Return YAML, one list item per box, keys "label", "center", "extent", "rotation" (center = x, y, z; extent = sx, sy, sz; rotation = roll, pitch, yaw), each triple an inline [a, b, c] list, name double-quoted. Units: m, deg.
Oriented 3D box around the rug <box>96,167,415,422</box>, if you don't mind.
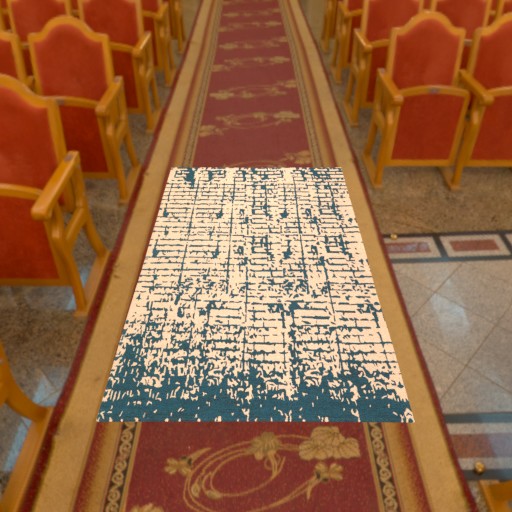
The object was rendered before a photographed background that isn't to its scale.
- label: "rug"
  center: [0.000, 0.000, 3.034]
  extent: [1.517, 0.011, 2.435]
  rotation: [0, 40, 0]
